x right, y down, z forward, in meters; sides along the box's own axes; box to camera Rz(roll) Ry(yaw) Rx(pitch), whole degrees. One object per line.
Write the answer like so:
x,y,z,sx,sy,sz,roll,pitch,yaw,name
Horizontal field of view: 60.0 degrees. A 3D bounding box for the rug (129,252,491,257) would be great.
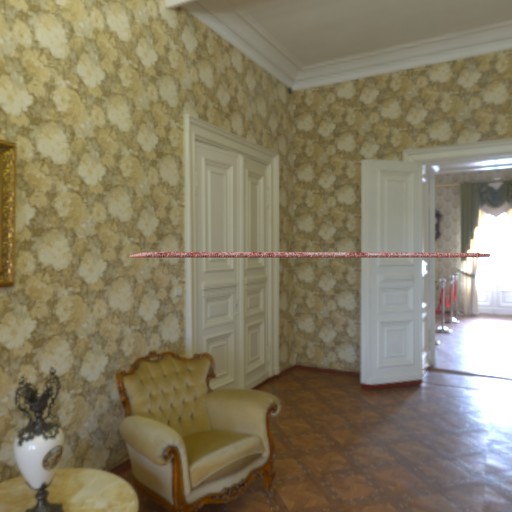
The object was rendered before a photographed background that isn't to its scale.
0.000,0.000,2.295,1.219,0.016,1.829,0,0,-17,rug
